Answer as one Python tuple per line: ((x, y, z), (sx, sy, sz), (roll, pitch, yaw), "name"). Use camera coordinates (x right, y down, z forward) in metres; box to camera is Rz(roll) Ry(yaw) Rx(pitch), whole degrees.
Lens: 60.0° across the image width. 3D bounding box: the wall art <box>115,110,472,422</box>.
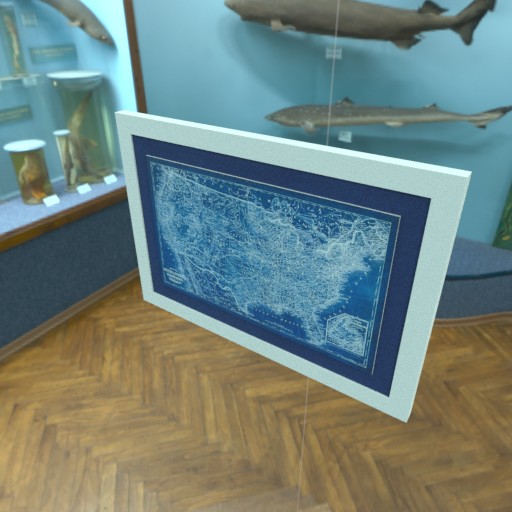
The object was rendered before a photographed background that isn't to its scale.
((0.000, 0.000, 1.665), (1.308, 0.902, 0.051), (19, 35, 29), "wall art")
